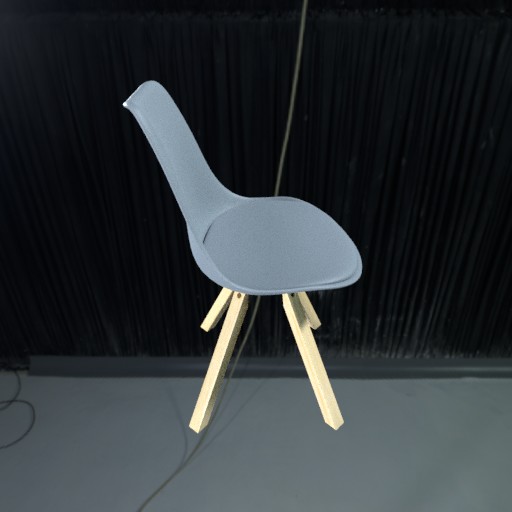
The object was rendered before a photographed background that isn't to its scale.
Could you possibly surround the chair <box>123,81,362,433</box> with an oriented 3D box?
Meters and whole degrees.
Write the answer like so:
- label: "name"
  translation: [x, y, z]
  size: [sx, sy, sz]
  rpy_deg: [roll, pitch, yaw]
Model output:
- label: "chair"
  translation: [0.000, 0.000, 1.186]
  size: [0.549, 0.850, 0.485]
  rpy_deg: [-1, 32, -1]
